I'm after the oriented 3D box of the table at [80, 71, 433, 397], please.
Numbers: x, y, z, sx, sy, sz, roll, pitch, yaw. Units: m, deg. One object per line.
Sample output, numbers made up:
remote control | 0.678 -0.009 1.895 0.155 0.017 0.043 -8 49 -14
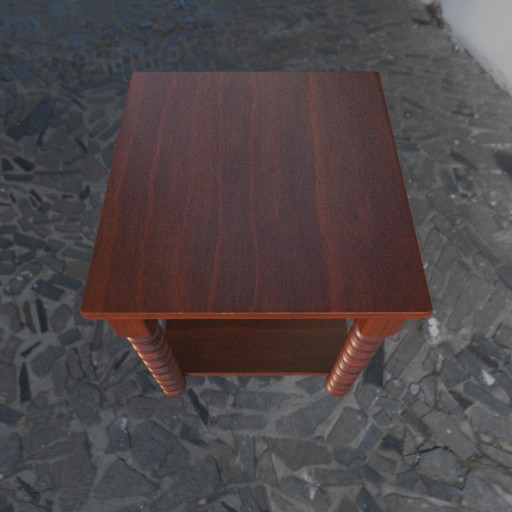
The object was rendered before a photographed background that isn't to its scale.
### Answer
table | 0.000 0.000 0.999 0.500 0.567 0.533 0 59 0
